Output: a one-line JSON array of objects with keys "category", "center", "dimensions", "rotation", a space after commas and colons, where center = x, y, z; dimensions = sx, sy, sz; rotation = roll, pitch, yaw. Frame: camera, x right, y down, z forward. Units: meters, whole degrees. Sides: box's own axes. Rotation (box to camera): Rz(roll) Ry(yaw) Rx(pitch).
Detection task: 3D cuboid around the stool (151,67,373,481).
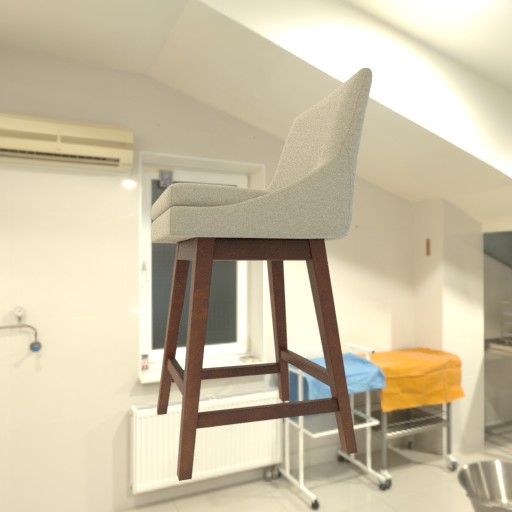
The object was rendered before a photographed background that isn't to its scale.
[{"category": "stool", "center": [0.000, 0.000, 1.278], "dimensions": [0.559, 0.991, 0.469], "rotation": [0, 0, -19]}]
